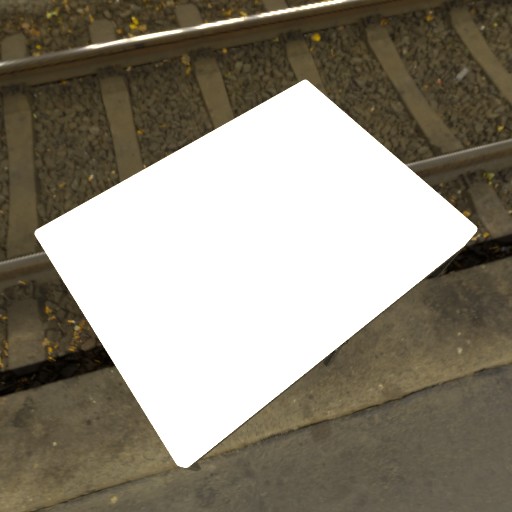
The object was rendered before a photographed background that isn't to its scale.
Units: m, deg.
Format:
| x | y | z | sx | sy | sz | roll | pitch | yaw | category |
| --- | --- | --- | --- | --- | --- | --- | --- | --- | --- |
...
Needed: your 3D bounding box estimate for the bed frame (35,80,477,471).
| x | y | z | sx | sy | sz | roll | pitch | yaw | category |
| --- | --- | --- | --- | --- | --- | --- | --- | --- | --- |
| 0.000 | 0.000 | 2.816 | 2.072 | 0.659 | 1.557 | -34 | 68 | -16 | bed frame |
